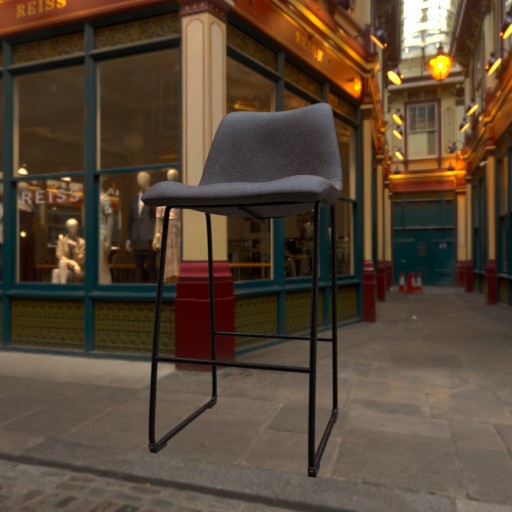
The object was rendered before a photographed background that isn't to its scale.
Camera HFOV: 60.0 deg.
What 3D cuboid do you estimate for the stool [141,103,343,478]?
[{"bbox_3d":[0.000,0.000,1.379,0.514,1.082,0.561,0,0,18],"label":"stool"}]
